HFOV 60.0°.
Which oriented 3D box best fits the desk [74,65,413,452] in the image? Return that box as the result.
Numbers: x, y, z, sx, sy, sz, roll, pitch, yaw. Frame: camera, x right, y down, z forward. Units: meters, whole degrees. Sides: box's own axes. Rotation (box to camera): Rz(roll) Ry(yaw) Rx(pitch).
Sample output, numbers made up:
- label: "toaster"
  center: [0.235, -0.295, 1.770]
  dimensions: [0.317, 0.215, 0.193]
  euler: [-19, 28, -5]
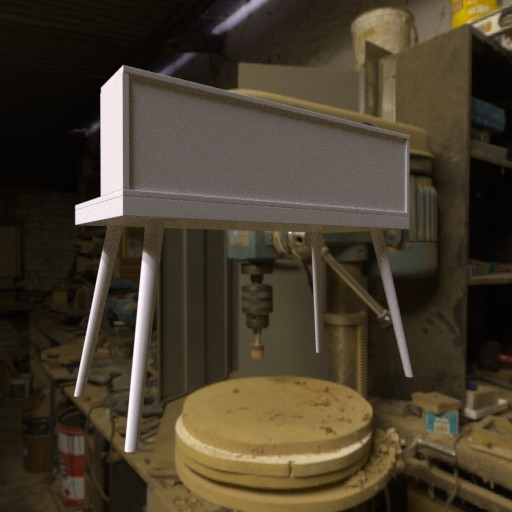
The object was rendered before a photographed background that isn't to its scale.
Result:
- label: "desk"
  center: [0.000, 0.000, 1.692]
  dimensions: [1.199, 0.990, 0.559]
  euler: [0, 1, -35]
